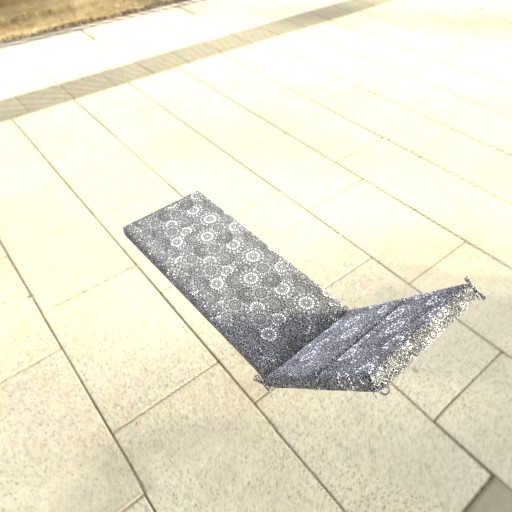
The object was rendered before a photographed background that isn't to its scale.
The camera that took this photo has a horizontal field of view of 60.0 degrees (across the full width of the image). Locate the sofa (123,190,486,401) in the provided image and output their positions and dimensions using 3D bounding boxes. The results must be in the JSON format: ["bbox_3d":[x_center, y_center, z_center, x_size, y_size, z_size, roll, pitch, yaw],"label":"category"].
[{"bbox_3d":[0.000,0.000,1.938,0.582,0.622,1.663,-32,54,-27],"label":"sofa"}]
